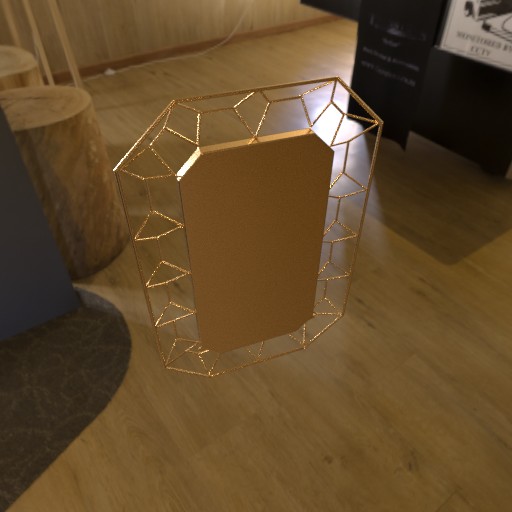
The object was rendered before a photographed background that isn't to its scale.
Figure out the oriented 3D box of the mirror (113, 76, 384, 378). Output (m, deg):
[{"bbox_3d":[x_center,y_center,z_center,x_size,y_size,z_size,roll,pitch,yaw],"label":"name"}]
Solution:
[{"bbox_3d":[0.000,0.000,1.116,0.572,0.870,0.051,-14,44,-15],"label":"mirror"}]
